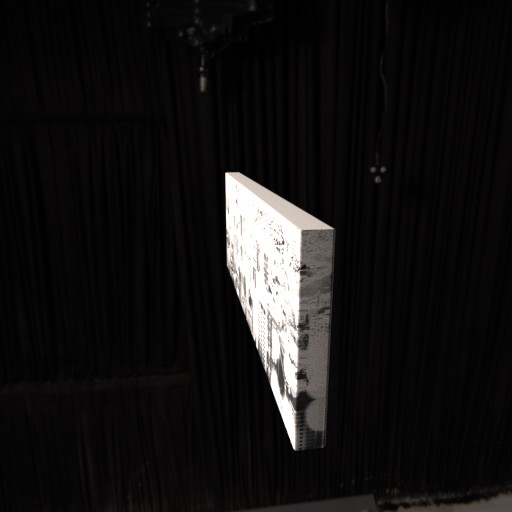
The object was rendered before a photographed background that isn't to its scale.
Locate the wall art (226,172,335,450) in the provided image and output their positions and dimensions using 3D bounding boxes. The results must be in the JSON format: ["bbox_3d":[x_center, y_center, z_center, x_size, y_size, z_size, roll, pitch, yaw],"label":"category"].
[{"bbox_3d":[0.000,0.000,0.836,0.038,0.255,0.763,-2,15,-9],"label":"wall art"}]
